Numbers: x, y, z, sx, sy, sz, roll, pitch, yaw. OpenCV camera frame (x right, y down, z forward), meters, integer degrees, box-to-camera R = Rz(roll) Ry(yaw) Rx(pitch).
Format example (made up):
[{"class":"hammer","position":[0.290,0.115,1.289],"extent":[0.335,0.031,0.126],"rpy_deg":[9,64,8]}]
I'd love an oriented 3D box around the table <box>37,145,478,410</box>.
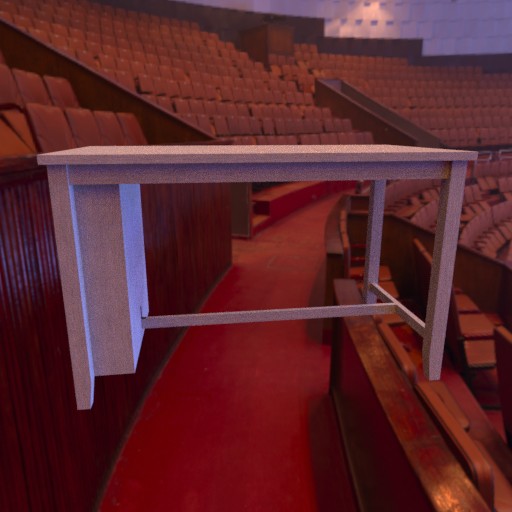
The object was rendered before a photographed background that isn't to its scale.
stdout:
[{"class":"table","position":[0.000,0.000,1.853],"extent":[1.397,0.874,0.729],"rpy_deg":[-2,16,-8]}]
